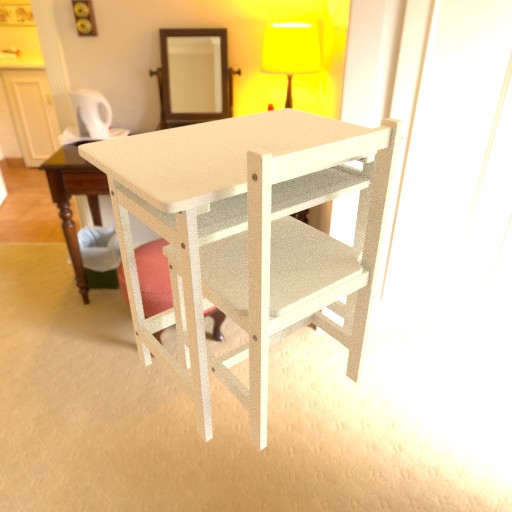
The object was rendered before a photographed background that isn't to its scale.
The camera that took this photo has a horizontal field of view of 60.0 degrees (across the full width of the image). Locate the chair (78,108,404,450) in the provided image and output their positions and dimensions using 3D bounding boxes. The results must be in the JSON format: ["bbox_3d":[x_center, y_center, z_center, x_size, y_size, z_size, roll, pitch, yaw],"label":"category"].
[{"bbox_3d":[0.000,0.000,1.064,0.599,0.673,0.461,-22,37,-32],"label":"chair"}]
